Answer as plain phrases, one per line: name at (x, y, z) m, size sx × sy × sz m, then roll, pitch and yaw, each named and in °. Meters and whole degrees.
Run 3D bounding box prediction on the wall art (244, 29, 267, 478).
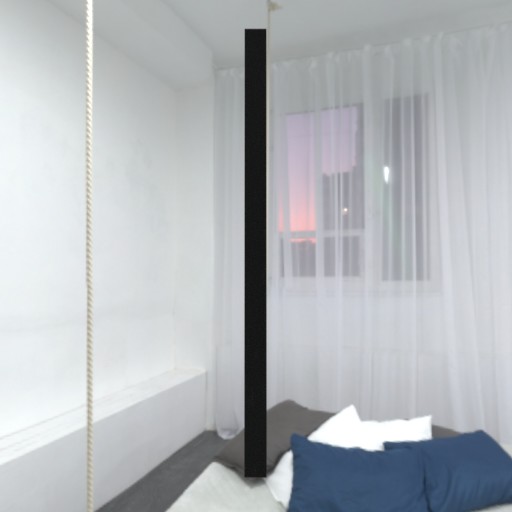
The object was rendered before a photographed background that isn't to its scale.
wall art at (0.000, 0.000, 1.130) m, size 0.037 × 0.761 × 0.761 m, roll 0°, pitch -1°, yaw 0°
